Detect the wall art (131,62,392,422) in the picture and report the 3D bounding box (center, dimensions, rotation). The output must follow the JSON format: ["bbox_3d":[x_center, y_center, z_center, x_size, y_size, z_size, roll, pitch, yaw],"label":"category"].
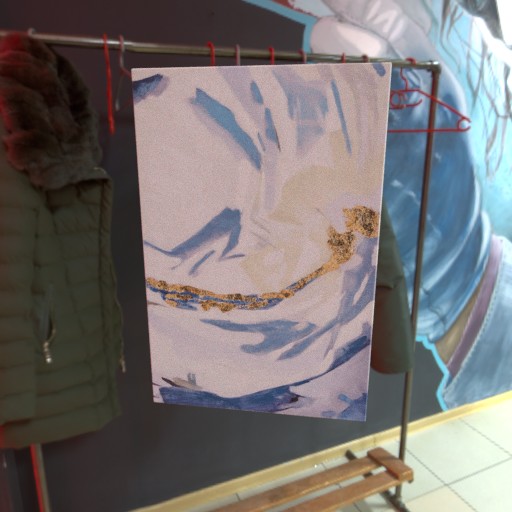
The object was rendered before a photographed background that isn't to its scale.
[{"bbox_3d":[0.000,0.000,1.147,0.610,0.914,0.016,2,15,9],"label":"wall art"}]
